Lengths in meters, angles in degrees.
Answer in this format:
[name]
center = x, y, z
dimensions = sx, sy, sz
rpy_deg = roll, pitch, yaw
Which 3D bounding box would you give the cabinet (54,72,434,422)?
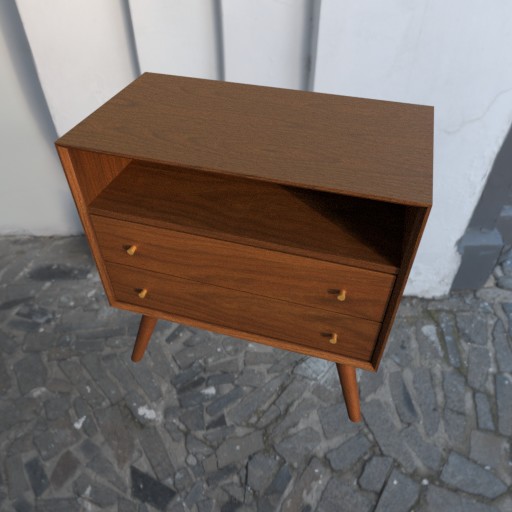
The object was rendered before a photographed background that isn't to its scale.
[cabinet]
center = 0.000, 0.000, 1.174
dimensions = 0.712, 0.748, 0.388
rpy_deg = 12, 44, 12
